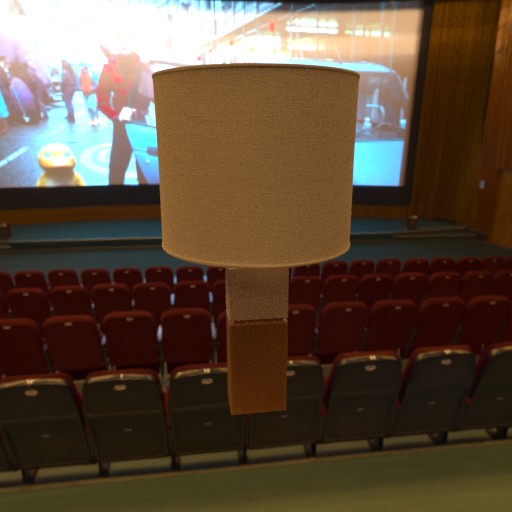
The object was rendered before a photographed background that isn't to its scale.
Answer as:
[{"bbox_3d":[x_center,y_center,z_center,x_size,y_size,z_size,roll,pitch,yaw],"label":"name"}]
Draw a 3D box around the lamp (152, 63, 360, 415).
[{"bbox_3d":[0.000,0.000,0.555,0.229,0.417,0.229,-2,16,-8],"label":"lamp"}]
